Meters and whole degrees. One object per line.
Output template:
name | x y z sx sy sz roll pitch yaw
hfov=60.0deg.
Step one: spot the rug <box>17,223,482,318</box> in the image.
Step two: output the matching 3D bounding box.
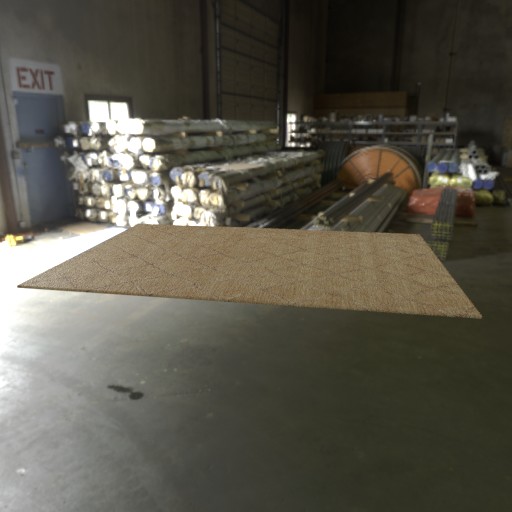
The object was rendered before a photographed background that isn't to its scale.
rug | 0.000 0.000 2.866 2.292 0.014 1.528 3 17 9
